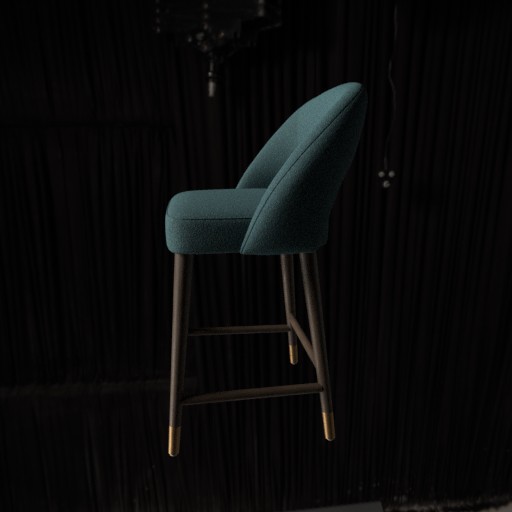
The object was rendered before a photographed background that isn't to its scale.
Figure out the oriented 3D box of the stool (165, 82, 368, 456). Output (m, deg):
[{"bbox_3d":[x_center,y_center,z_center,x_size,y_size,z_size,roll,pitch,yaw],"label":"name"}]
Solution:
[{"bbox_3d":[0.000,0.000,1.283,0.522,0.939,0.536,-2,14,-8],"label":"stool"}]
